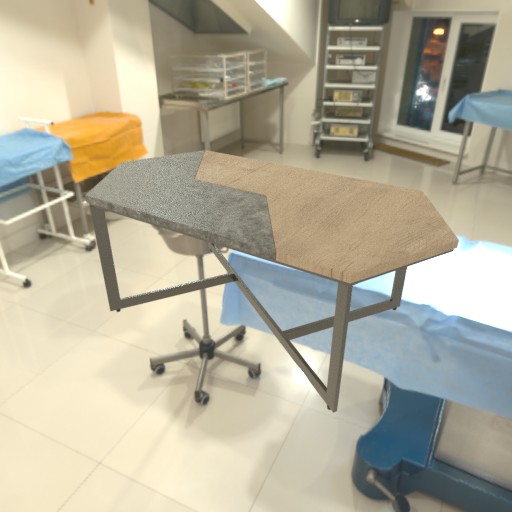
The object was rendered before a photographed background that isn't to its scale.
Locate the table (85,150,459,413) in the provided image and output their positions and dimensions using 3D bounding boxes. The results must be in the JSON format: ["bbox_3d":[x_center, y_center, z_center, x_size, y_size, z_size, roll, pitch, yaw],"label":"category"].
[{"bbox_3d":[0.000,0.000,1.519,1.219,0.457,0.609,17,33,28],"label":"table"}]
